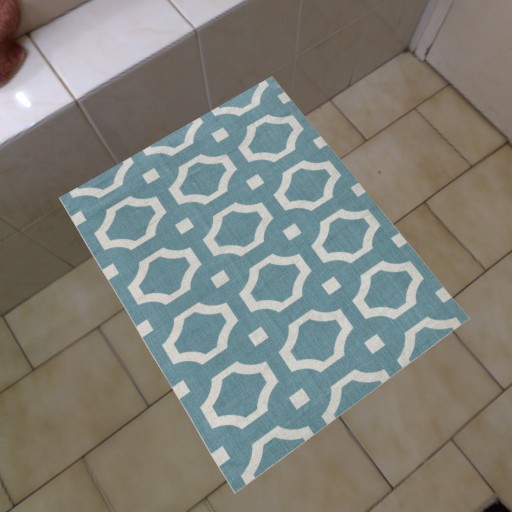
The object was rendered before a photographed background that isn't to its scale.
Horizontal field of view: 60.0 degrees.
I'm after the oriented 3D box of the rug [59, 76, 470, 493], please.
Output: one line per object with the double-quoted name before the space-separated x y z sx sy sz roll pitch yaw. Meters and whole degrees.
"rug" 0.000 0.000 4.042 2.466 0.021 3.049 -33 76 -9
